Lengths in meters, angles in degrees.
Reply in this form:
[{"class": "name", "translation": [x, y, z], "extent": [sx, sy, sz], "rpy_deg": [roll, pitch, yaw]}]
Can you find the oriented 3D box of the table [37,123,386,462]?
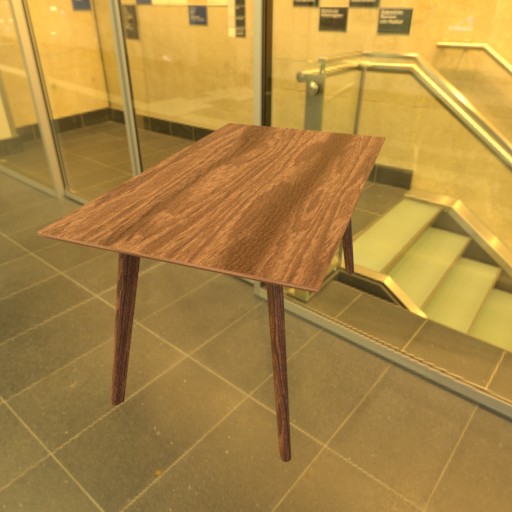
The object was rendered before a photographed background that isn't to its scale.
[{"class": "table", "translation": [0.000, 0.000, 1.842], "extent": [0.801, 0.724, 1.349], "rpy_deg": [11, 32, 18]}]
